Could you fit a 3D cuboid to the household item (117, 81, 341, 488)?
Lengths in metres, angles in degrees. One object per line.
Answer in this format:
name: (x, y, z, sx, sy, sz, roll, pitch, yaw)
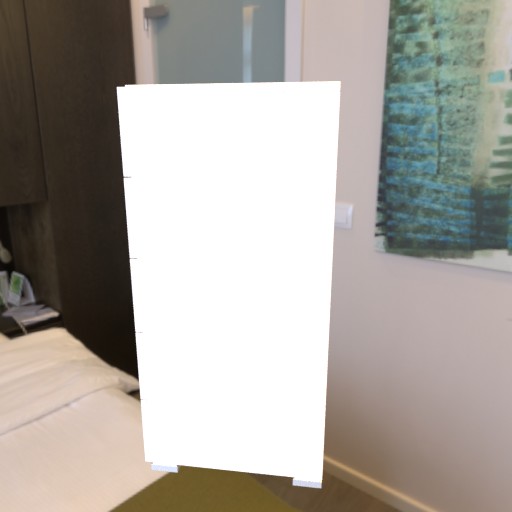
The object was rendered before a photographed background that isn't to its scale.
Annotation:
household item: (0.000, 0.000, 1.310, 0.420, 0.870, 0.800, 2, 15, 8)
